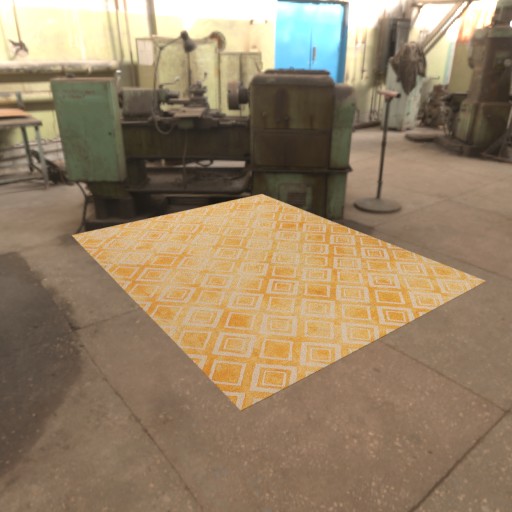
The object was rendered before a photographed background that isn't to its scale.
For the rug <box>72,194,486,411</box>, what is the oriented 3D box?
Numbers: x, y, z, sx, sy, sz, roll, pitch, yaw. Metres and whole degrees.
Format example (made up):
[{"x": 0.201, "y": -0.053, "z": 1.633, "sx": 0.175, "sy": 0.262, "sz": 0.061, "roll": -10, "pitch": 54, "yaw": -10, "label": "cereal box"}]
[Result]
[{"x": 0.000, "y": 0.000, "z": 4.069, "sx": 2.433, "sy": 0.011, "sz": 3.037, "roll": -17, "pitch": 30, "yaw": -33, "label": "rug"}]
